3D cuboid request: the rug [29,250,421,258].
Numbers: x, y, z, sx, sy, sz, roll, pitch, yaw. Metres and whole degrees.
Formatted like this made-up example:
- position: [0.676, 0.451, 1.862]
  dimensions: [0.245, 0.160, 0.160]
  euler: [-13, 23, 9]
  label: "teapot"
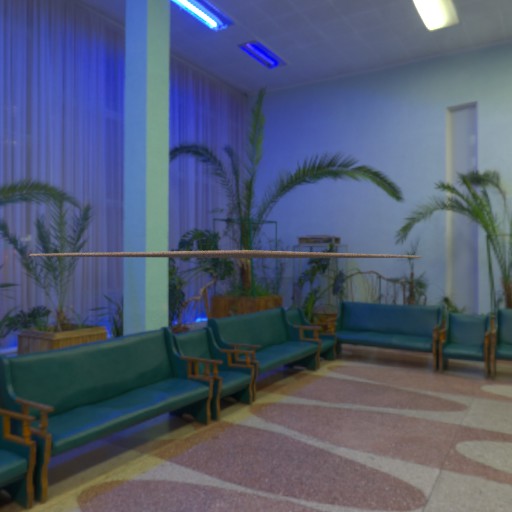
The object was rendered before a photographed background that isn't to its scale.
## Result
- position: [0.000, 0.000, 3.101]
  dimensions: [1.609, 0.015, 2.390]
  euler: [0, -1, 36]
  label: "rug"
